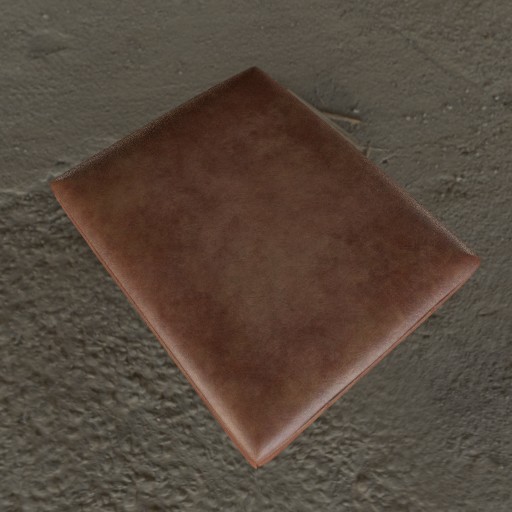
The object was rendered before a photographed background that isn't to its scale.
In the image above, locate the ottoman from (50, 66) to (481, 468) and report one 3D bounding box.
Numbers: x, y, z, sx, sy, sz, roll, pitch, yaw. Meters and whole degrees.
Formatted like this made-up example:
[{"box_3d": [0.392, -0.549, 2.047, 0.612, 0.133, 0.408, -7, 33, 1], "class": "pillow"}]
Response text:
[{"box_3d": [0.000, 0.000, 1.733, 0.965, 0.667, 1.186, -36, 69, -16], "class": "ottoman"}]
